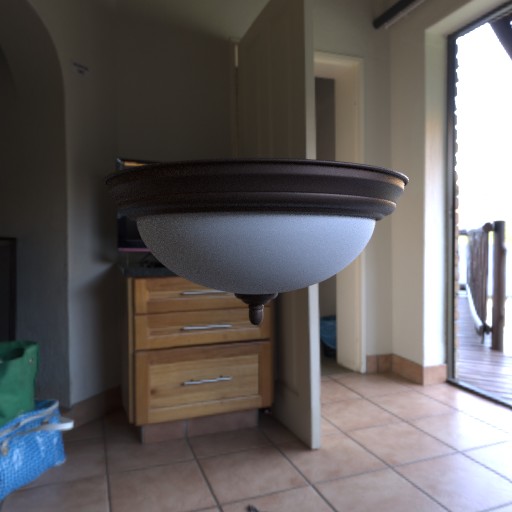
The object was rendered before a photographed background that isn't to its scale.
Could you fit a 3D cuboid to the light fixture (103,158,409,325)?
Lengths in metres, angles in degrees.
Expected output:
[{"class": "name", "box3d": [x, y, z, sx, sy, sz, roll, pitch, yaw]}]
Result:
[{"class": "light fixture", "box3d": [0.000, 0.000, 0.430, 0.280, 0.135, 0.280, 0, 1, 0]}]
